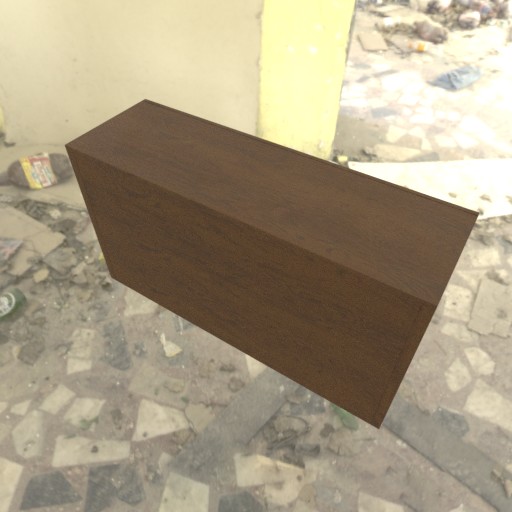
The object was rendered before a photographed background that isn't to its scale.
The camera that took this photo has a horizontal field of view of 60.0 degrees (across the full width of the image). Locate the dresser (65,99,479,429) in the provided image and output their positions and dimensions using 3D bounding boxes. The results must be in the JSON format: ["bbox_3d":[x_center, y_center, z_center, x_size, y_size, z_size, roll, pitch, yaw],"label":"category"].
[{"bbox_3d":[0.000,0.000,1.981,1.523,0.889,0.512,25,51,22],"label":"dresser"}]
